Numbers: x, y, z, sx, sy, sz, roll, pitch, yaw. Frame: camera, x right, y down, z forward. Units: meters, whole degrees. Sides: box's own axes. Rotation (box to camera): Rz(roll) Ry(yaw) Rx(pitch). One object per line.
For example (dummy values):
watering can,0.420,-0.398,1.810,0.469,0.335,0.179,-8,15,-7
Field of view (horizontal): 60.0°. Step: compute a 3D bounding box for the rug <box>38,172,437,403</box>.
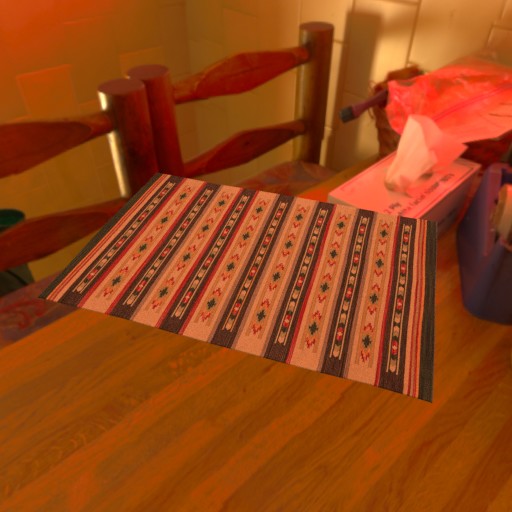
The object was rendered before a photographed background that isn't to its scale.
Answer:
rug,0.000,0.000,2.352,1.825,0.009,1.221,12,42,13
